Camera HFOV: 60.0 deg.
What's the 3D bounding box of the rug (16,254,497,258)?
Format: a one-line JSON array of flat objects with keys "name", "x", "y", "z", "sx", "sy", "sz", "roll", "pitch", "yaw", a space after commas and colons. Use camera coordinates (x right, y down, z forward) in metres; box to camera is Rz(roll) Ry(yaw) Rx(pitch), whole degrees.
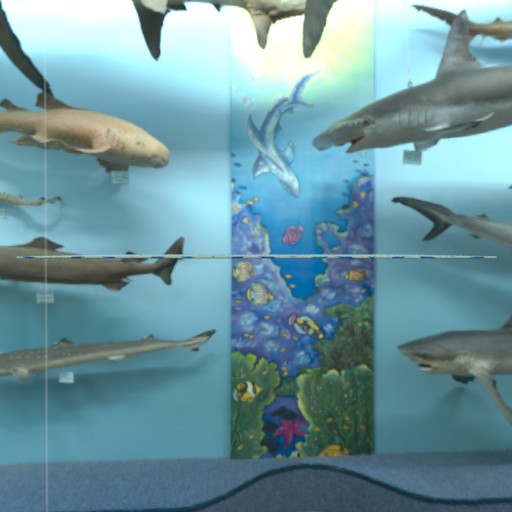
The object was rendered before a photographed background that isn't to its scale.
[{"name": "rug", "x": 0.000, "y": 0.000, "z": 2.292, "sx": 1.830, "sy": 0.008, "sz": 1.225, "roll": 0, "pitch": 1, "yaw": 0}]
